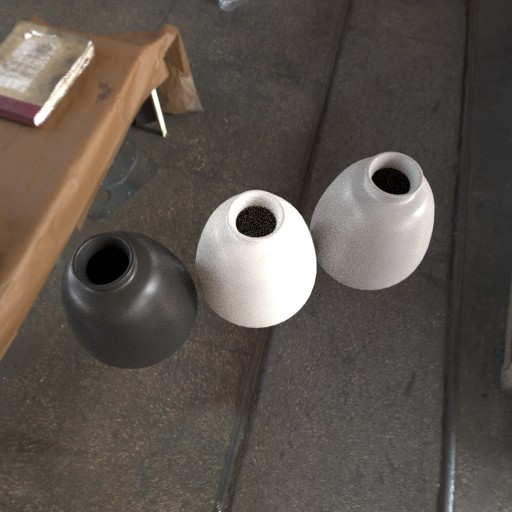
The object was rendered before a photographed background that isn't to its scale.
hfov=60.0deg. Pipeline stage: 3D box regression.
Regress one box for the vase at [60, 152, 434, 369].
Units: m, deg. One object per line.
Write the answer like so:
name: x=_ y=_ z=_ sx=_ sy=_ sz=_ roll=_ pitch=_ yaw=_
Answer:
vase: x=0.000 y=0.000 z=0.343 sx=0.297 sy=0.122 sz=0.097 roll=-17 pitch=65 yaw=-8
